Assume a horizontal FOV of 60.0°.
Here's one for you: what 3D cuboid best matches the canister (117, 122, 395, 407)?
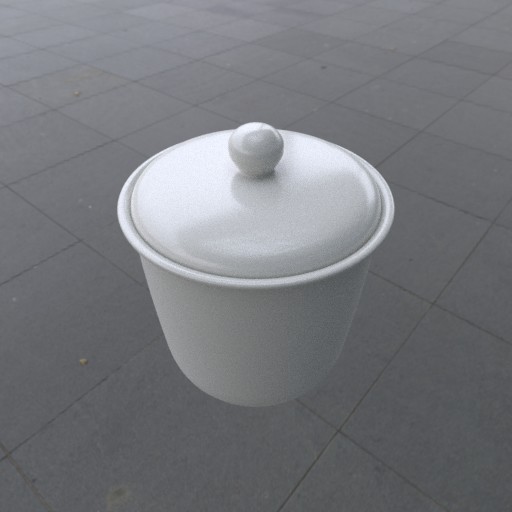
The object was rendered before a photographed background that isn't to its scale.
[{"bbox_3d":[0.000,0.000,0.336,0.182,0.208,0.182,0,41,0],"label":"canister"}]
